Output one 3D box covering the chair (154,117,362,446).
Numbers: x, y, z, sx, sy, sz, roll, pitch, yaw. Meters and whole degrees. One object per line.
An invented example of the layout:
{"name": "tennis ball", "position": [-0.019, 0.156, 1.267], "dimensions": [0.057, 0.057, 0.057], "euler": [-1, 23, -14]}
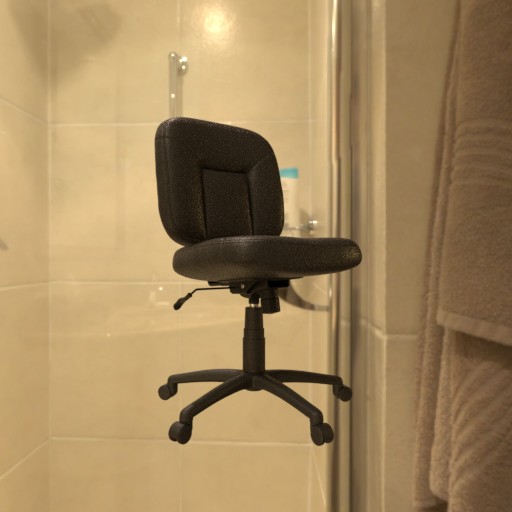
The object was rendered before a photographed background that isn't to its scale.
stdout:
{"name": "chair", "position": [0.000, 0.000, 1.377], "dimensions": [0.647, 0.959, 0.646], "euler": [0, 0, -34]}
